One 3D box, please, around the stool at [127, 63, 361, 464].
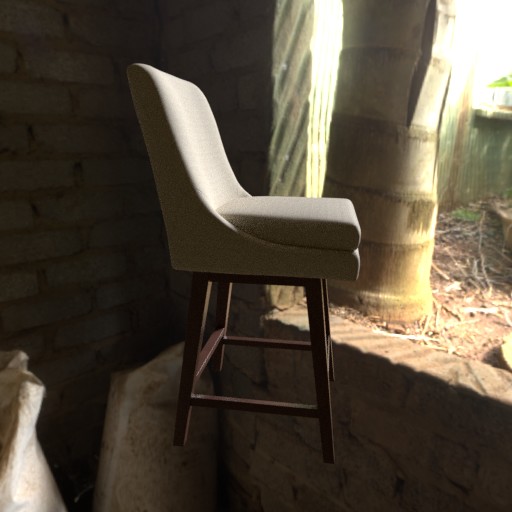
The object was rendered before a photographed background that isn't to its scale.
[{"bbox_3d":[0.000,0.000,1.278,0.559,0.991,0.483,2,15,9],"label":"stool"}]
